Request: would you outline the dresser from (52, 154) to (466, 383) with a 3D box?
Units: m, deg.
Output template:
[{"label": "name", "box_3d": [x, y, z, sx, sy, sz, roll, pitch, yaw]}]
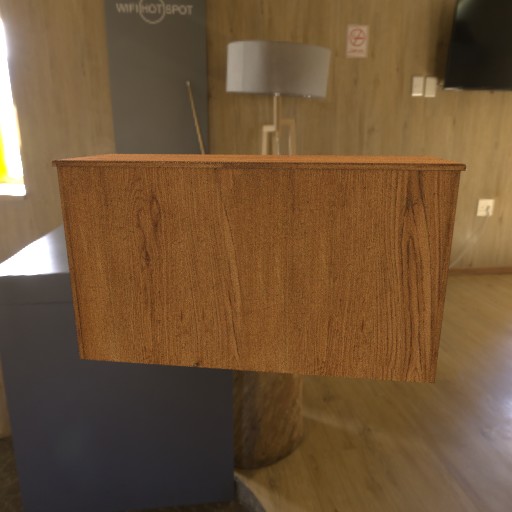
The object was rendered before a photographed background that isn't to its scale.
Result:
[{"label": "dresser", "box_3d": [0.000, 0.000, 2.150, 1.657, 0.932, 0.563, 2, 16, 7]}]
